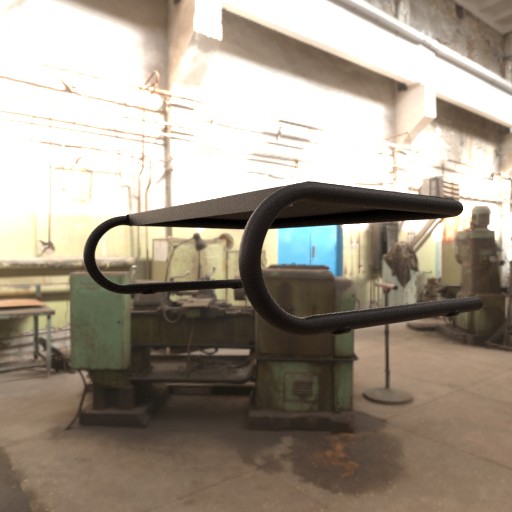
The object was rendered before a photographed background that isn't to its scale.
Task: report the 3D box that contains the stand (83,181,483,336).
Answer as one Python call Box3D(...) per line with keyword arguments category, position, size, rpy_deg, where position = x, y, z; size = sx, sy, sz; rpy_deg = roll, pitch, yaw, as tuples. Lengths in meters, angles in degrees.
Box3D(category="stand", position=(0.000, 0.000, 0.497), size=(0.280, 0.108, 0.370), rpy_deg=(-1, 1, -36))
